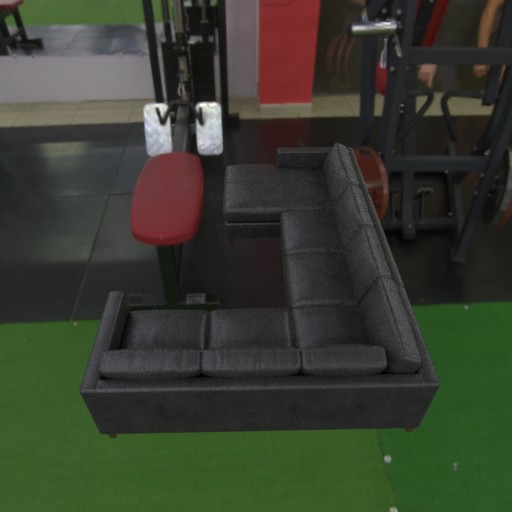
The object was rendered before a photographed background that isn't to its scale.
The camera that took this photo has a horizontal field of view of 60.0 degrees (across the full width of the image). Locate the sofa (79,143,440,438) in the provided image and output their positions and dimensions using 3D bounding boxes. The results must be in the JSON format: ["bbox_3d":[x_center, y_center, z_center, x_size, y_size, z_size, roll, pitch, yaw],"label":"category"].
[{"bbox_3d":[0.000,0.000,4.409,2.452,0.891,3.324,-1,42,-1],"label":"sofa"}]
